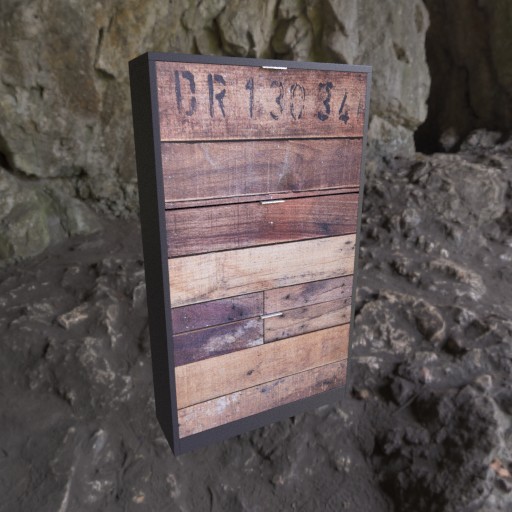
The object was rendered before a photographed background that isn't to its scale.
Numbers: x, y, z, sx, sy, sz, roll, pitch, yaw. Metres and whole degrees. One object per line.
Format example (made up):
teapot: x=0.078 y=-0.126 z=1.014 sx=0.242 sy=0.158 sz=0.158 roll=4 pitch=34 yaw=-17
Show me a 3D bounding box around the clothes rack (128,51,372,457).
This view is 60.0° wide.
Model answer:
clothes rack: x=0.000 y=0.000 z=1.599 sx=0.750 sy=1.280 sz=0.250 roll=-9 pitch=19 yaw=-26
